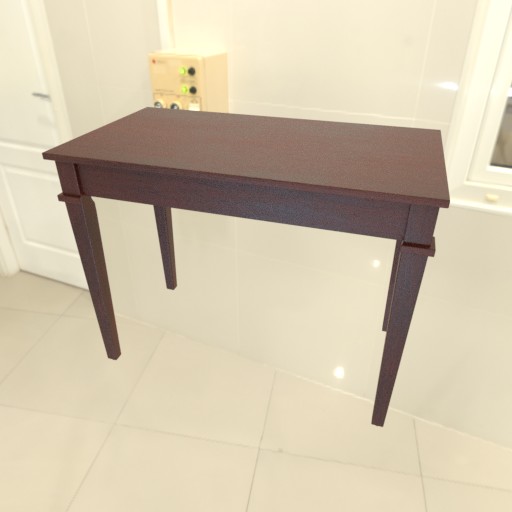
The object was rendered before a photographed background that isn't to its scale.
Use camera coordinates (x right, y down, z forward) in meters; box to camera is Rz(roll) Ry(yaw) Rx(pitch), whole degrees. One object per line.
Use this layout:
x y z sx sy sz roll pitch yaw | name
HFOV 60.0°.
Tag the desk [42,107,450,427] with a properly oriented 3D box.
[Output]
0.000 0.000 1.447 1.001 0.762 0.549 9 32 15 | desk
